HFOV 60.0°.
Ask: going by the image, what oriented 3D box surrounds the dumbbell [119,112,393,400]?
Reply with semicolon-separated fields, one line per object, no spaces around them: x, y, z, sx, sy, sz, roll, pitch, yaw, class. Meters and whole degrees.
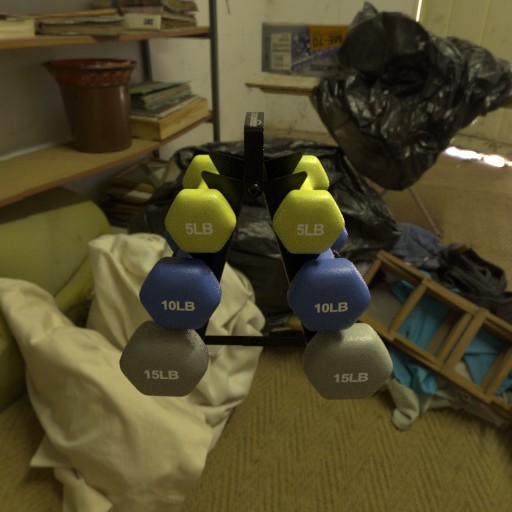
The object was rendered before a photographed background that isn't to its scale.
0.000;0.000;0.701;0.416;0.426;0.261;1;30;1;dumbbell
